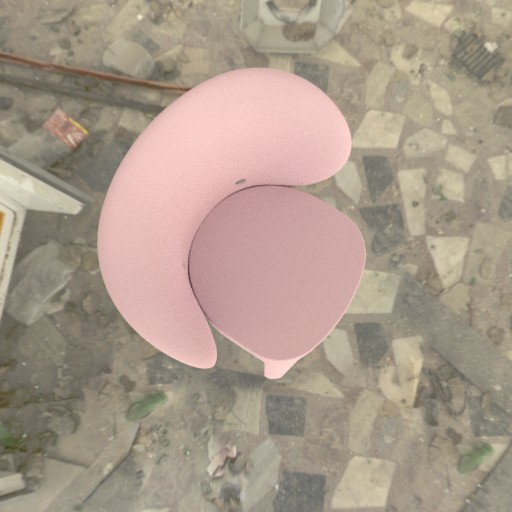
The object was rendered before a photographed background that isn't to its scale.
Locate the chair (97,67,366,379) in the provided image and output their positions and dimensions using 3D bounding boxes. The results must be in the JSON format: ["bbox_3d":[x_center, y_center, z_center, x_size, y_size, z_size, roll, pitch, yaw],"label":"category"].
[{"bbox_3d":[0.000,0.000,0.868,0.402,0.554,0.451,32,79,7],"label":"chair"}]
